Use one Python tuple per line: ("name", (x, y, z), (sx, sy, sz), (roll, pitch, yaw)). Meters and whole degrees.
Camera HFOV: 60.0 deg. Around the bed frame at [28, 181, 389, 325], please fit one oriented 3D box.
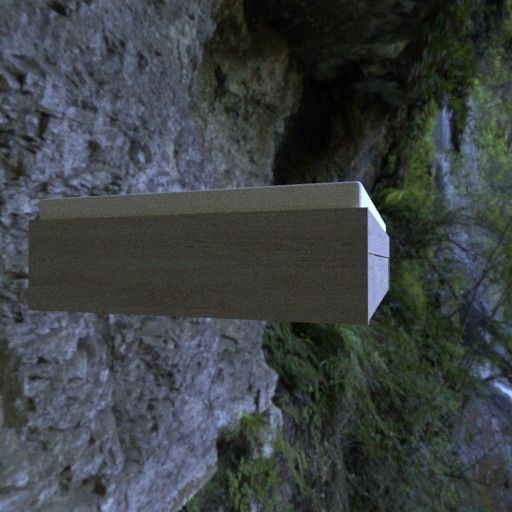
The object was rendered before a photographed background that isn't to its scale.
("bed frame", (0.000, 0.000, 2.632), (1.448, 0.490, 1.944), (0, -1, 19))
